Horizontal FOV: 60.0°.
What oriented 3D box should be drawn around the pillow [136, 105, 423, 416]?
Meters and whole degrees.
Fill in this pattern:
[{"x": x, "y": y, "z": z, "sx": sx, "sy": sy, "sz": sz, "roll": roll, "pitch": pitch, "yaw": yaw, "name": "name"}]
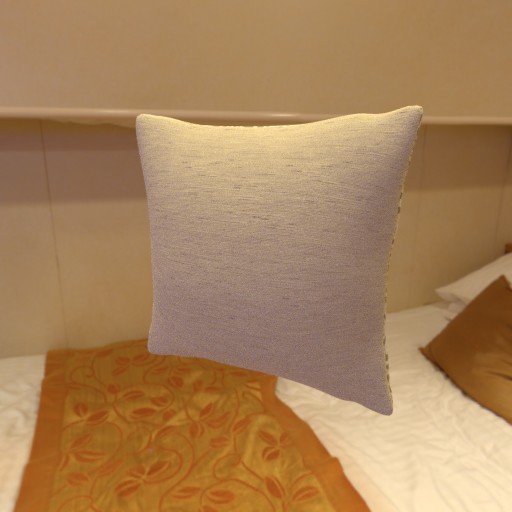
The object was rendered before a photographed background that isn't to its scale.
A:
[{"x": 0.000, "y": 0.000, "z": 0.669, "sx": 0.438, "sy": 0.421, "sz": 0.167, "roll": 8, "pitch": 17, "yaw": 26, "name": "pillow"}]
